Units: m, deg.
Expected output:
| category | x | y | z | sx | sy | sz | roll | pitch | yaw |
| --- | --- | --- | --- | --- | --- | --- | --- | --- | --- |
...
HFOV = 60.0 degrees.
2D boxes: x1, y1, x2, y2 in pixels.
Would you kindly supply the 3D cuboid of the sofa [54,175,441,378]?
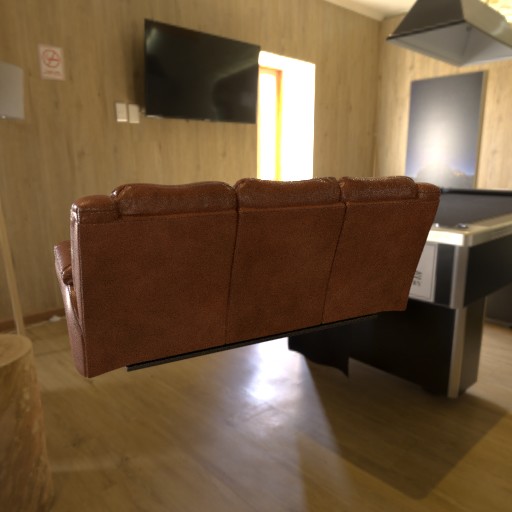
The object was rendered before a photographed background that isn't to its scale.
| category | x | y | z | sx | sy | sz | roll | pitch | yaw |
| --- | --- | --- | --- | --- | --- | --- | --- | --- | --- |
| sofa | 0.000 | 0.000 | 2.868 | 2.337 | 1.043 | 0.991 | -7 | 14 | -27 |
